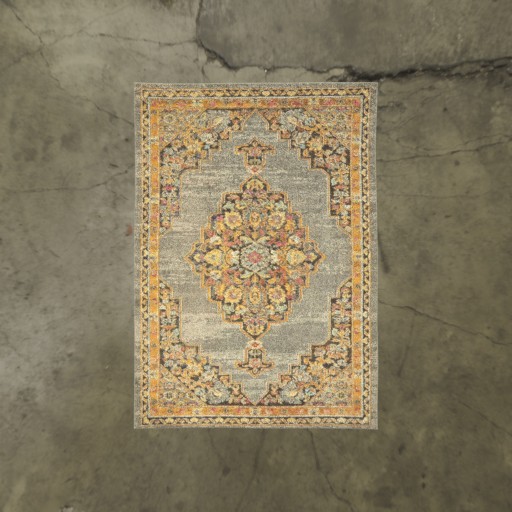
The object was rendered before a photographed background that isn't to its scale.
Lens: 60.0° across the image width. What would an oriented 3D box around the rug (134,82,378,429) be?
[{"bbox_3d":[0.000,0.000,3.904,2.158,0.024,3.063,0,90,0],"label":"rug"}]
